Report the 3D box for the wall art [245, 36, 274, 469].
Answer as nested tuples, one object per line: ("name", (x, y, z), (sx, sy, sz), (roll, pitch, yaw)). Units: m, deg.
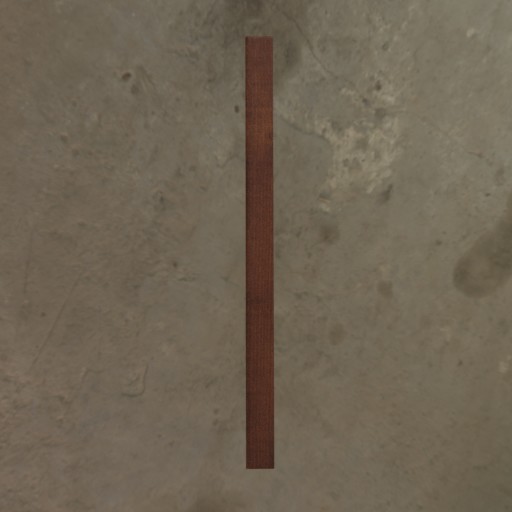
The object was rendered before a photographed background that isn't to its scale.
("wall art", (0.000, 0.000, 0.853), (0.037, 0.572, 0.554), (0, 88, -1))
